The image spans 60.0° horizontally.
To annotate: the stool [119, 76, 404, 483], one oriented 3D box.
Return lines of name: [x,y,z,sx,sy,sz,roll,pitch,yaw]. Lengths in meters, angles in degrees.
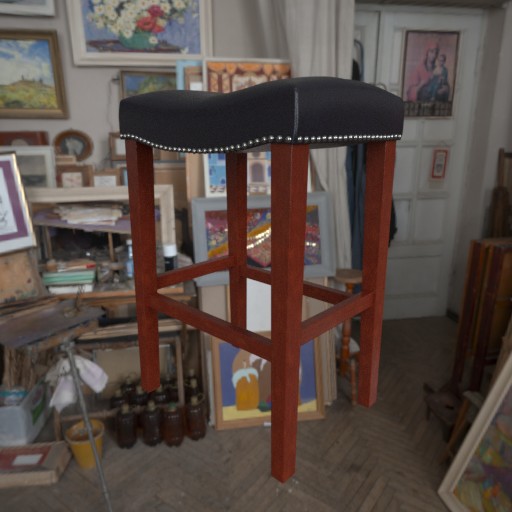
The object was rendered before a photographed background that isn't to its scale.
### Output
stool: [0.000,0.000,1.030,0.504,0.742,0.372,14,21,41]
